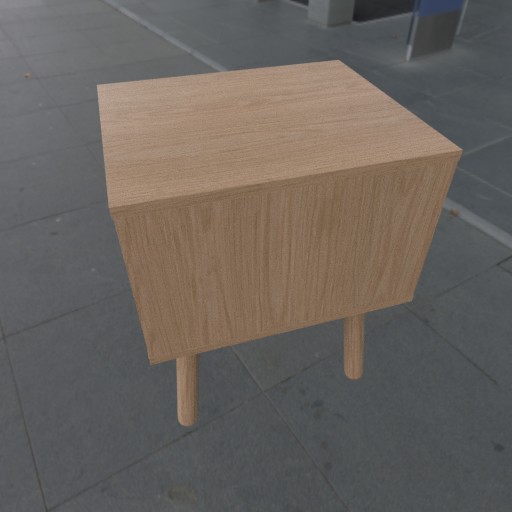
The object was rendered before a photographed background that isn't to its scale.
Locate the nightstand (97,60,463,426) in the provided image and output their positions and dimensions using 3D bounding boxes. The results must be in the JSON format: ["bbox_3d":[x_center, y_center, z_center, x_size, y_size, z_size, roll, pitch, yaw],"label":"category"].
[{"bbox_3d":[0.000,0.000,0.855,0.450,0.571,0.380,-11,42,-13],"label":"nightstand"}]
